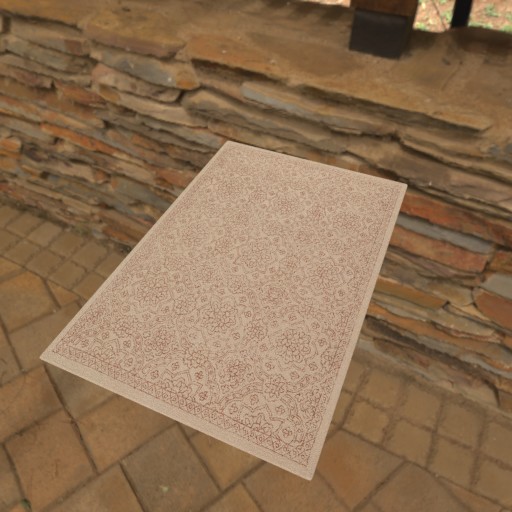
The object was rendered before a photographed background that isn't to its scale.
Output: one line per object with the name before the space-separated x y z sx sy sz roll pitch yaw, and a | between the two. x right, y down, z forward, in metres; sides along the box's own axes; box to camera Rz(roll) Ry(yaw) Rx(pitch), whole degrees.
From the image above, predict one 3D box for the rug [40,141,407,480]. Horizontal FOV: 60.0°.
rug | 0.000 0.000 2.291 1.219 0.010 1.829 18 49 16
